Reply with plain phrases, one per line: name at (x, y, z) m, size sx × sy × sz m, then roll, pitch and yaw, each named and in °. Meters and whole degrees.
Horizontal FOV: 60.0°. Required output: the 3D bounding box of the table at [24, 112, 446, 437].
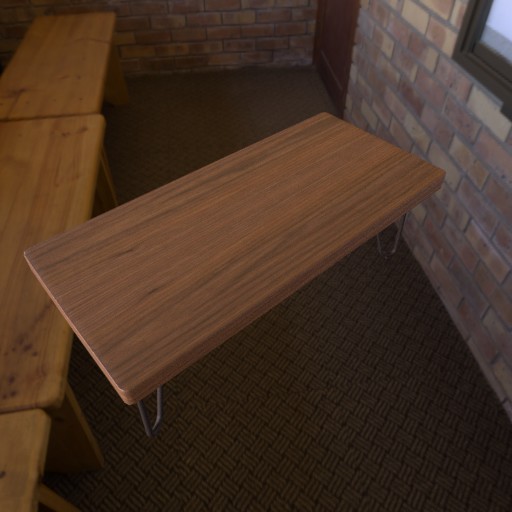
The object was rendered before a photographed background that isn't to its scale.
table at (0.000, 0.000, 1.684) m, size 1.375 × 0.468 × 0.637 m, roll -32°, pitch 53°, yaw -28°
